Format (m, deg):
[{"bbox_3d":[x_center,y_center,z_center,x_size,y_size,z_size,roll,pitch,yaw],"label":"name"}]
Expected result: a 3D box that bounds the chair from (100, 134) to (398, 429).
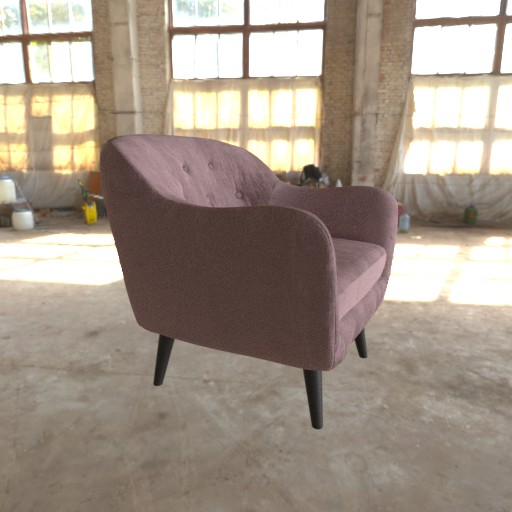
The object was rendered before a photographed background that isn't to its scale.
[{"bbox_3d":[0.000,0.000,1.534,0.820,0.820,0.840,7,15,27],"label":"chair"}]
